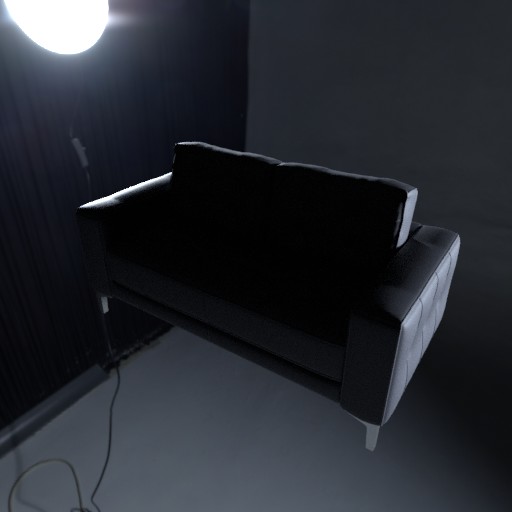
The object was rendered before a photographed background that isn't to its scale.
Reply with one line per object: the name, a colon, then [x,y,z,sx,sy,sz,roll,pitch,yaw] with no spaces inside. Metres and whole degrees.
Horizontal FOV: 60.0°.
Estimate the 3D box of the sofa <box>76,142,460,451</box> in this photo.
sofa: [0.000,0.000,2.213,1.726,0.893,0.833,18,34,30]
